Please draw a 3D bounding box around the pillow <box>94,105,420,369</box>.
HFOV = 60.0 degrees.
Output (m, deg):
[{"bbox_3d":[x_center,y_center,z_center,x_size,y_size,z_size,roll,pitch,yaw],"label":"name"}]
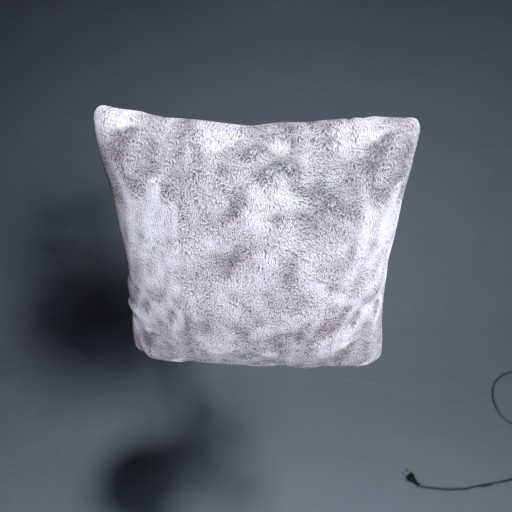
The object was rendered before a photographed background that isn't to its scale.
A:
[{"bbox_3d":[0.000,0.000,0.806,0.522,0.520,0.204,1,31,2],"label":"pillow"}]
